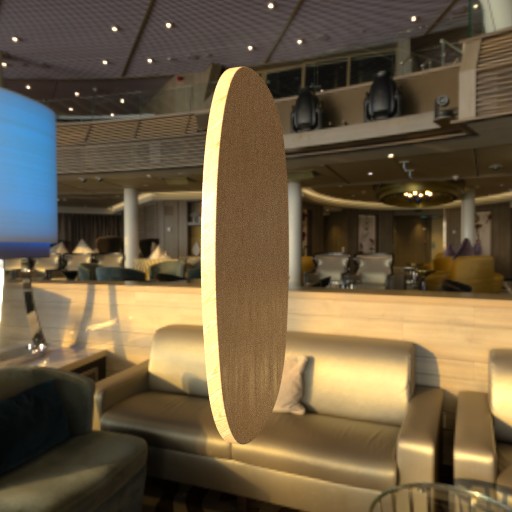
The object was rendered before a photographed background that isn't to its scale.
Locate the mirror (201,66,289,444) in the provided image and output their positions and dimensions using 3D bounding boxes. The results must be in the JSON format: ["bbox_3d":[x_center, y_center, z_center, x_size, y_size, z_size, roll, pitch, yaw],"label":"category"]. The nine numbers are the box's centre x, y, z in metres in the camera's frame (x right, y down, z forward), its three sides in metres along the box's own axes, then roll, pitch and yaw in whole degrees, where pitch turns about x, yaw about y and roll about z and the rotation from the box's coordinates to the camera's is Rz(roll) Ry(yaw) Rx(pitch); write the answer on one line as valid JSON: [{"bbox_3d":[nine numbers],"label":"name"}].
[{"bbox_3d":[0.000,0.000,1.357,0.037,1.075,0.724,0,1,18],"label":"mirror"}]
